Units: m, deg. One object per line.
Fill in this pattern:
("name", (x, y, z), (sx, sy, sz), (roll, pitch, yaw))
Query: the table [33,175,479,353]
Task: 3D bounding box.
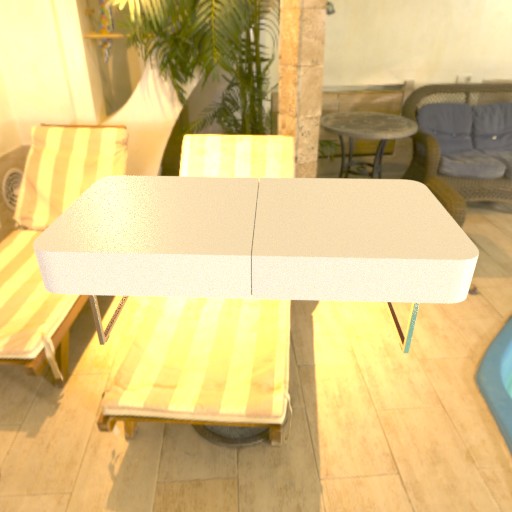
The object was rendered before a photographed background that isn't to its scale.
("table", (0.000, 0.000, 1.488), (1.200, 0.340, 0.600), (1, 29, 2))
